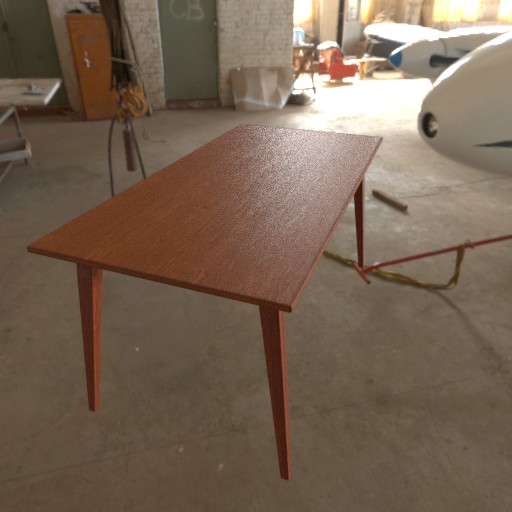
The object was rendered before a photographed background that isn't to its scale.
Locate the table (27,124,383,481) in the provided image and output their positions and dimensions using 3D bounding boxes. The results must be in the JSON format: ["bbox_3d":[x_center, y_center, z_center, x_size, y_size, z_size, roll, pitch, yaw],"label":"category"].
[{"bbox_3d":[0.000,0.000,1.999,0.811,0.755,1.609,11,32,18],"label":"table"}]
